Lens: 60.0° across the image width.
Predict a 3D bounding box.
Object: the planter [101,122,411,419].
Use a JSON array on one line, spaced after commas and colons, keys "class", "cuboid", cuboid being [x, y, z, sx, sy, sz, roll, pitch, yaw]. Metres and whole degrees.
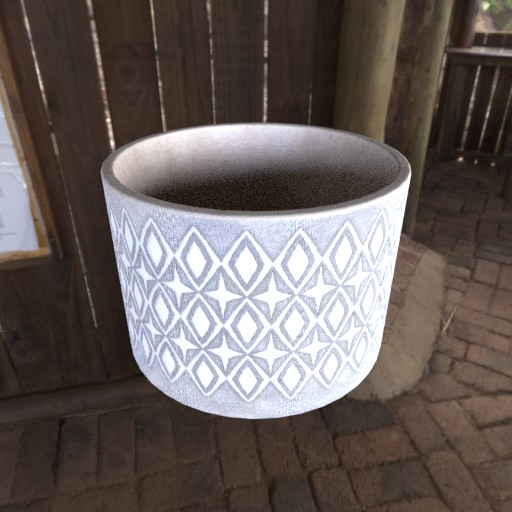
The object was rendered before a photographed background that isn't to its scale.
[{"class": "planter", "cuboid": [0.000, 0.000, 0.276, 0.164, 0.127, 0.164, 0, 29, 0]}]
